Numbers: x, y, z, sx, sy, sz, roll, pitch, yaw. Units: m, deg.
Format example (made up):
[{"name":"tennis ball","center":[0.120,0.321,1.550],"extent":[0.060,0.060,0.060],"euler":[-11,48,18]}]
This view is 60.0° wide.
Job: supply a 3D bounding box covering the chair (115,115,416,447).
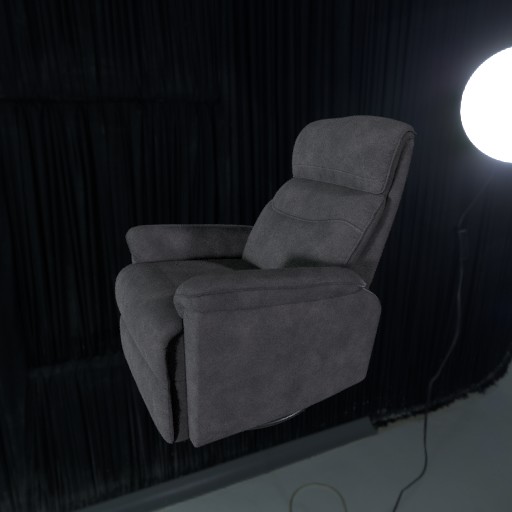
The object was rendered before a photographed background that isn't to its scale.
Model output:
[{"name":"chair","center":[0.000,0.000,1.707],"extent":[1.009,1.035,0.830],"euler":[-8,19,-26]}]
